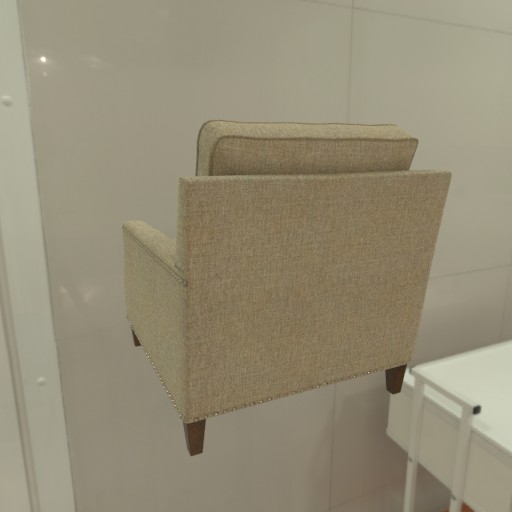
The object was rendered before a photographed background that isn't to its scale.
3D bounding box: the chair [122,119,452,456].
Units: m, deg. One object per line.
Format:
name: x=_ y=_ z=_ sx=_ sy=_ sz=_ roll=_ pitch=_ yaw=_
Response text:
chair: x=0.000 y=0.000 z=1.685 sx=0.853 sy=0.943 sz=1.014 roll=-7 pitch=15 yaw=-25
